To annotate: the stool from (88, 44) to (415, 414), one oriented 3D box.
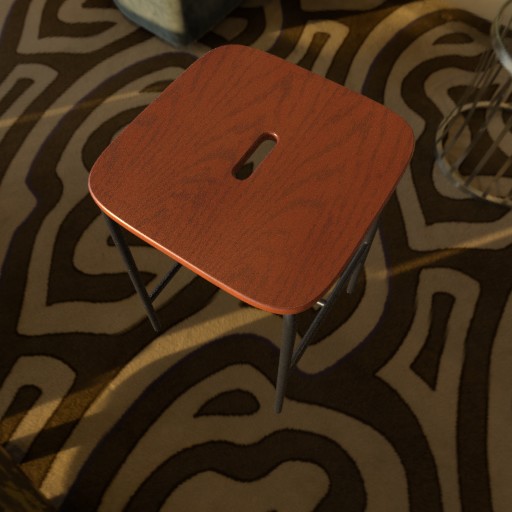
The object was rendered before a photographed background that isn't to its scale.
[{"bbox_3d":[0.000,0.000,0.868,0.376,0.610,0.376,31,67,14],"label":"stool"}]
